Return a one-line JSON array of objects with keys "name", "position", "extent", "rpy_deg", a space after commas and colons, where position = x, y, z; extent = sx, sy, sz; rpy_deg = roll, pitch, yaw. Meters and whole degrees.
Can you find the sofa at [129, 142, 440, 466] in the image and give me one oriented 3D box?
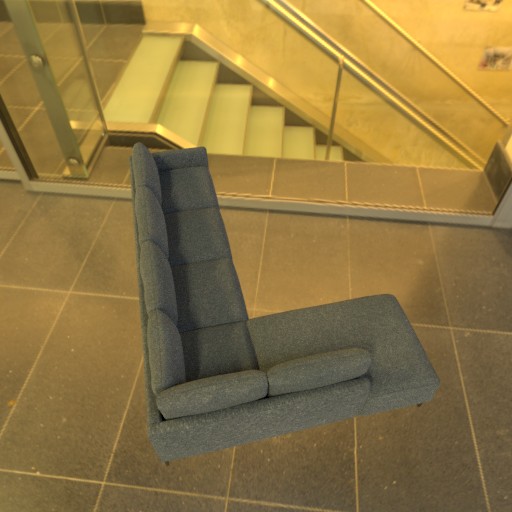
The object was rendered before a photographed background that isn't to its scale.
[{"name": "sofa", "position": [0.000, 0.000, 3.880], "extent": [2.007, 0.815, 2.949], "rpy_deg": [-10, 49, -9]}]
